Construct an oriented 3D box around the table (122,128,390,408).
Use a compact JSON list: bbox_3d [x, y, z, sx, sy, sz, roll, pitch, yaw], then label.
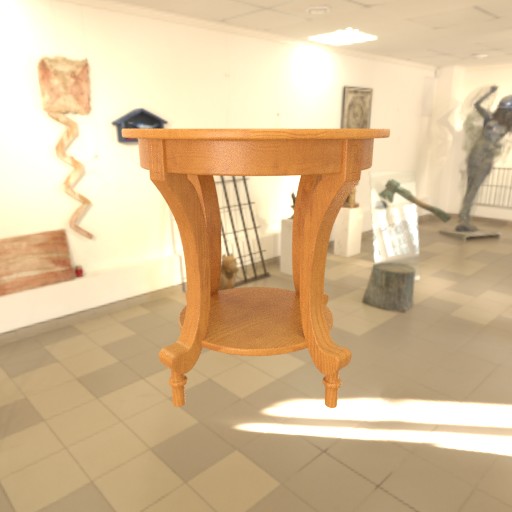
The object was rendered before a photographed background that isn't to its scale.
[{"bbox_3d":[0.000,0.000,1.109,0.597,0.612,0.597,0,16,0],"label":"table"}]
